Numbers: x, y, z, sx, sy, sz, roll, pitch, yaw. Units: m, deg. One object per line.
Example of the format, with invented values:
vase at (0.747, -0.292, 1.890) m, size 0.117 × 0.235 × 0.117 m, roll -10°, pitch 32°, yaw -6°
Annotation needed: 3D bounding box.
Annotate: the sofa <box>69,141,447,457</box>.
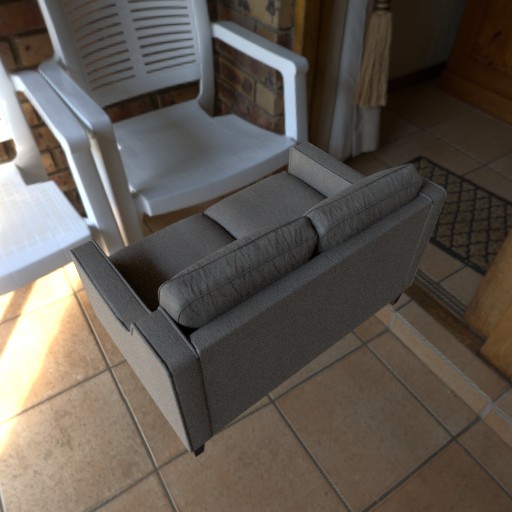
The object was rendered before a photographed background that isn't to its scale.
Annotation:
sofa at (0.000, 0.000, 2.228) m, size 1.503 × 0.981 × 0.985 m, roll -30°, pitch 53°, yaw -26°
